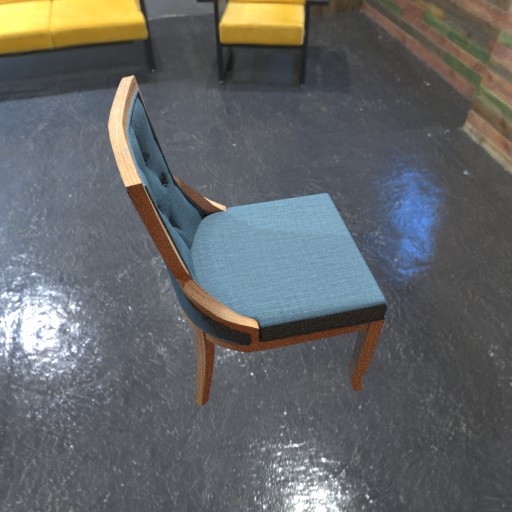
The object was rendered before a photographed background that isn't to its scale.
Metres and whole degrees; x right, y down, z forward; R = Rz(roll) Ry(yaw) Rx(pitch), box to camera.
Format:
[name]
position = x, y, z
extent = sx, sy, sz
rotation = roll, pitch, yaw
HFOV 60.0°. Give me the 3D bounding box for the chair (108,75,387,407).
[chair]
position = 0.000, 0.000, 1.323
extent = 0.641, 0.947, 0.524
rotation = -9, 47, -9
